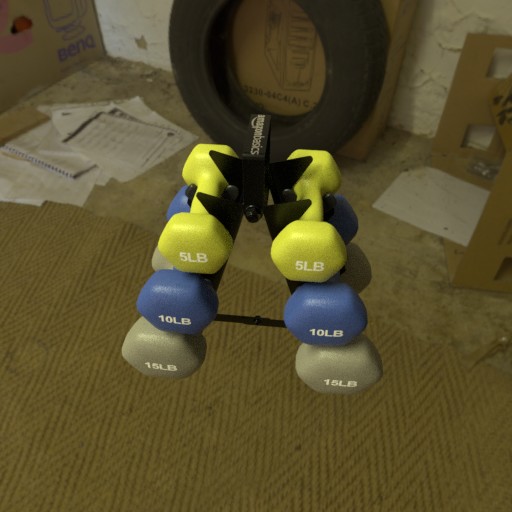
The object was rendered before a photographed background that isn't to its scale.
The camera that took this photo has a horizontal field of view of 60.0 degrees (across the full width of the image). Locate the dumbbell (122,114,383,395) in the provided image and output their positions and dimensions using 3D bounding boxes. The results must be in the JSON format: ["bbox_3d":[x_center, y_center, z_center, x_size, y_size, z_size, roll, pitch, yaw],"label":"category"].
[{"bbox_3d":[0.000,0.000,0.678,0.416,0.426,0.261,4,47,4],"label":"dumbbell"}]
